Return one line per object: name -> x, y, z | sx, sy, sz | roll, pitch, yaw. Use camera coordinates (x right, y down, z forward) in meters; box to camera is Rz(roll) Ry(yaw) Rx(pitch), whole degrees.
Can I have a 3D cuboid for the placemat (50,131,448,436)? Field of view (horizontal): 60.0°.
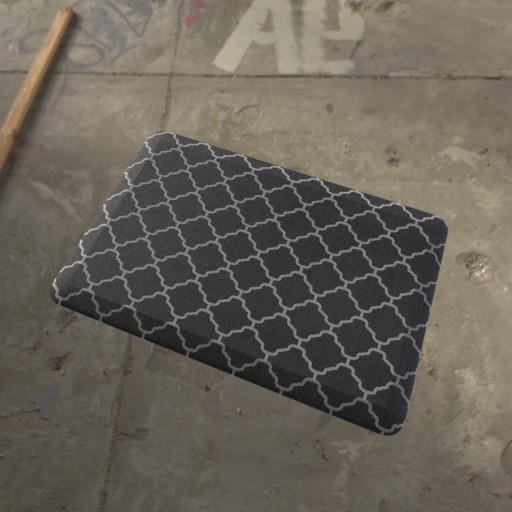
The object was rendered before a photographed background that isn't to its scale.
placemat -> 0.000, 0.000, 0.967 | 0.762, 0.021, 0.508 | 19, 65, 10
